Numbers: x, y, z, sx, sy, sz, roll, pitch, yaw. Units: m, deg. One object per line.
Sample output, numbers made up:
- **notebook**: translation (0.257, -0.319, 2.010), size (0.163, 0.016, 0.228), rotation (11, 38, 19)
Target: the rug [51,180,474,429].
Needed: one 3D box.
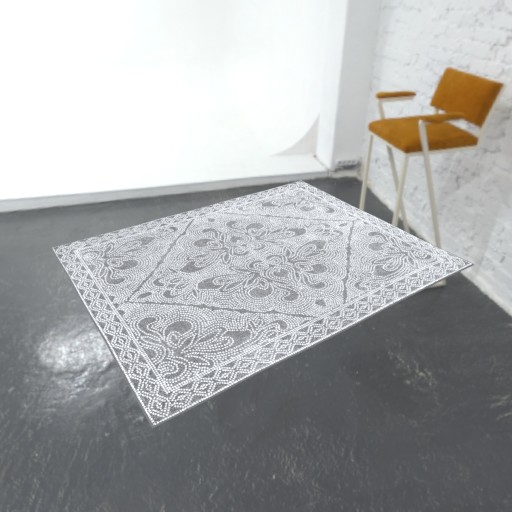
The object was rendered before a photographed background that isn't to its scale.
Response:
- **rug**: translation (0.000, 0.000, 4.041), size (3.048, 0.012, 2.438), rotation (-19, 36, -28)
